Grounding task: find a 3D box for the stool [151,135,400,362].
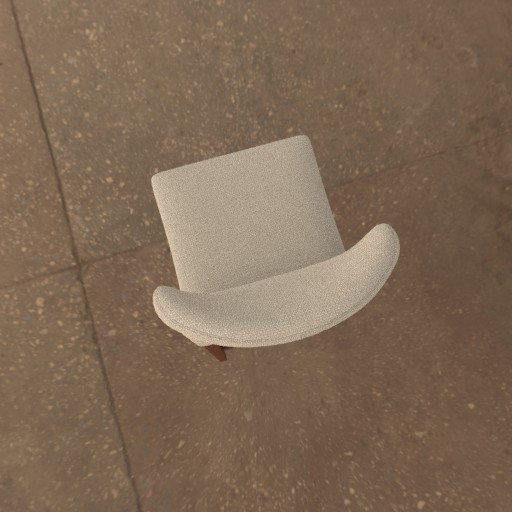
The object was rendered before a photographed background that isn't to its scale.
[{"bbox_3d":[0.000,0.000,1.332,0.481,1.069,0.568,-16,77,-4],"label":"stool"}]
